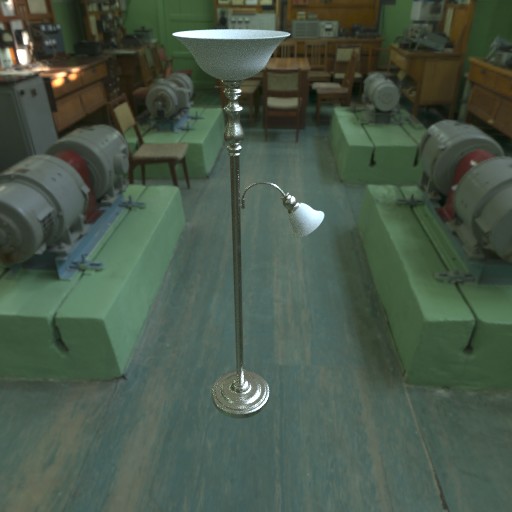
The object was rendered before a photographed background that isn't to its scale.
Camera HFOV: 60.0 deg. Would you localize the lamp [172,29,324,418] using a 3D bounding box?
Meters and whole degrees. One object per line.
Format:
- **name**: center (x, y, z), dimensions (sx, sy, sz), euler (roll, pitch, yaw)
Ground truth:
- **lamp**: center (0.000, 0.000, 1.986), dimensions (0.575, 1.785, 0.405), euler (1, 31, 1)
